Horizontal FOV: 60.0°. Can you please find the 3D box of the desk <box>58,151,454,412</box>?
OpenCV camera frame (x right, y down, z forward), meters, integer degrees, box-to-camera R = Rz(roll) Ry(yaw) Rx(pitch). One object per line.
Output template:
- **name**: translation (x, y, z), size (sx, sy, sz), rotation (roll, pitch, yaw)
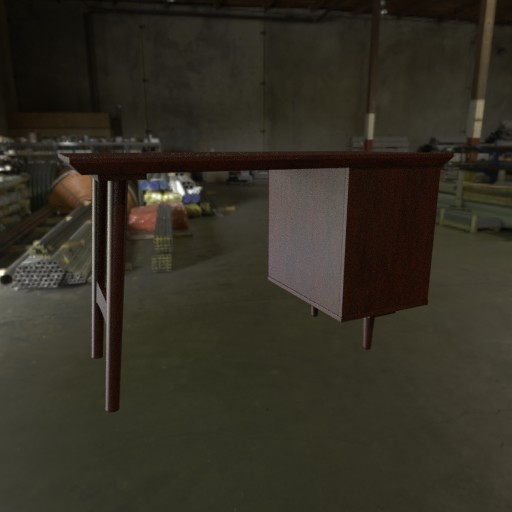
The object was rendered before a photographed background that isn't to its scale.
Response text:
- **desk**: translation (0.000, 0.000, 1.676), size (1.277, 0.758, 0.612), rotation (-7, 16, -25)
